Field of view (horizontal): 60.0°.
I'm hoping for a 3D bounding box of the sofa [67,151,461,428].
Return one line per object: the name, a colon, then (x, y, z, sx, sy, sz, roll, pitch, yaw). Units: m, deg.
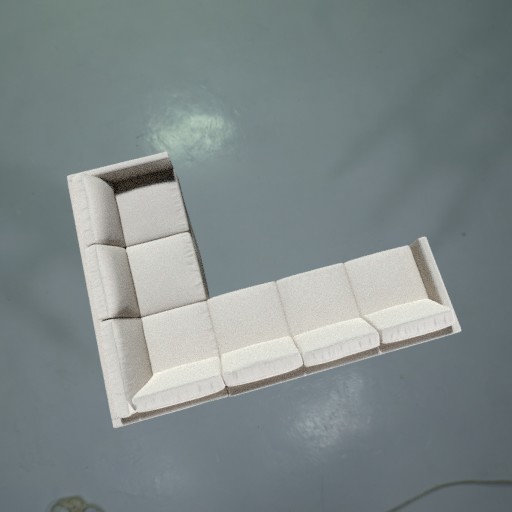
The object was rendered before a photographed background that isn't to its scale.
sofa: (0.000, 0.000, 4.381, 3.182, 0.871, 2.432, -15, 77, -4)
